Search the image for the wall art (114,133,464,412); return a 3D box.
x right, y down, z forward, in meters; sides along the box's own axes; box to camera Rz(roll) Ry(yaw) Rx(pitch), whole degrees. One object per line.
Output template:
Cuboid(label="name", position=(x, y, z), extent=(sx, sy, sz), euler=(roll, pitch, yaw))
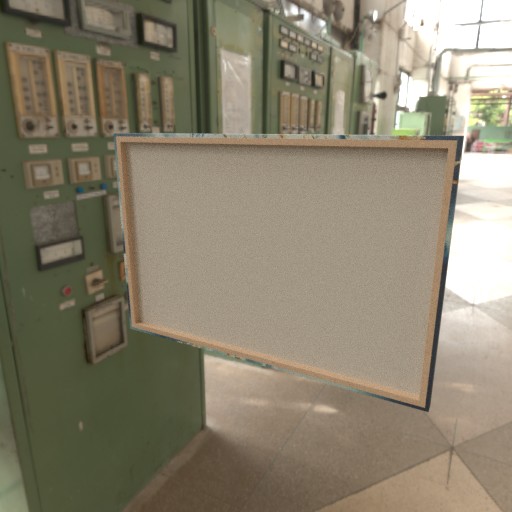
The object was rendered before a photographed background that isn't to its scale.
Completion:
Cuboid(label="wall art", position=(0.000, 0.000, 1.433), extent=(1.138, 0.759, 0.035), euler=(9, 18, 28))
